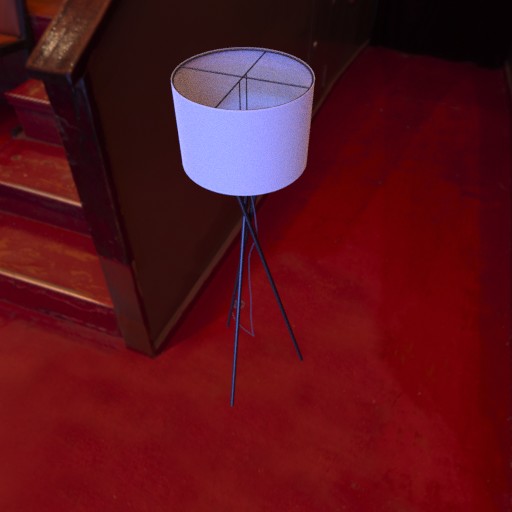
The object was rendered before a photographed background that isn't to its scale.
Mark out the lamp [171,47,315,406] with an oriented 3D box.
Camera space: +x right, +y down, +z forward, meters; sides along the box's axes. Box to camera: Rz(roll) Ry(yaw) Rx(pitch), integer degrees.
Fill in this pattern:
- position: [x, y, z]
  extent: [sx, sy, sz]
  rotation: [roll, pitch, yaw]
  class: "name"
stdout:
- position: [0.000, 0.000, 1.937]
  extent: [0.522, 1.624, 0.667]
  rotation: [15, 48, 14]
  class: "lamp"
